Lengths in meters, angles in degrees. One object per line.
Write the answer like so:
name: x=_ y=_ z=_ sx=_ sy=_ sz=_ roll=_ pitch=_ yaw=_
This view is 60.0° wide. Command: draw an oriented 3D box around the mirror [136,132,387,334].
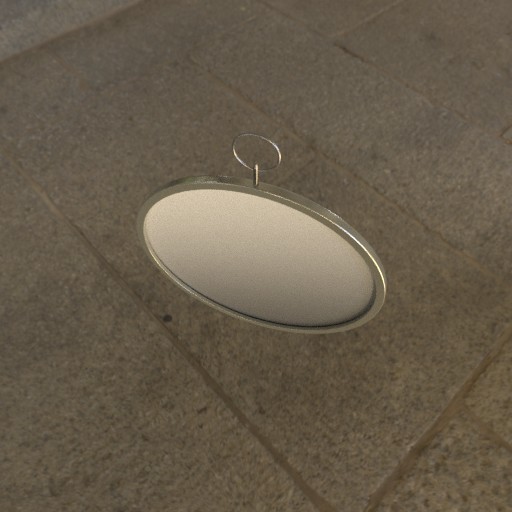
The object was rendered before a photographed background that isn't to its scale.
mirror: x=0.000 y=0.000 z=0.994 sx=0.594 sy=0.713 sz=0.020 roll=15 pitch=59 yaw=9
